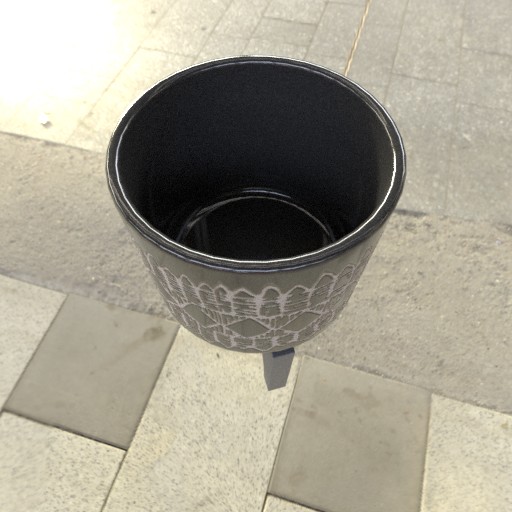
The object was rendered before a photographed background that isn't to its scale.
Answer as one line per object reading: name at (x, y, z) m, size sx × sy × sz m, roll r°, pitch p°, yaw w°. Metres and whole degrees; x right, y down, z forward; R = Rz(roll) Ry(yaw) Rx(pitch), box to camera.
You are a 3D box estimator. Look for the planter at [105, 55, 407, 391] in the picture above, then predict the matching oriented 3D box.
planter at (0.000, 0.000, 0.520) m, size 0.251 × 0.355 × 0.251 m, roll 12°, pitch 59°, yaw 8°
